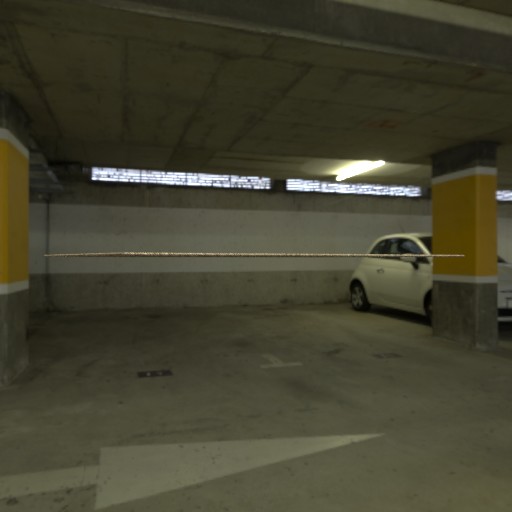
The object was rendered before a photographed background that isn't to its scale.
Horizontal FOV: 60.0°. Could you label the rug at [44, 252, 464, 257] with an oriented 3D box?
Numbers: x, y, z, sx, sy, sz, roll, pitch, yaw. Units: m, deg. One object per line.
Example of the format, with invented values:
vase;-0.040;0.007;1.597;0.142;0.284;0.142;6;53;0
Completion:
rug;0.000;0.000;2.900;2.283;0.013;1.547;0;0;-35
